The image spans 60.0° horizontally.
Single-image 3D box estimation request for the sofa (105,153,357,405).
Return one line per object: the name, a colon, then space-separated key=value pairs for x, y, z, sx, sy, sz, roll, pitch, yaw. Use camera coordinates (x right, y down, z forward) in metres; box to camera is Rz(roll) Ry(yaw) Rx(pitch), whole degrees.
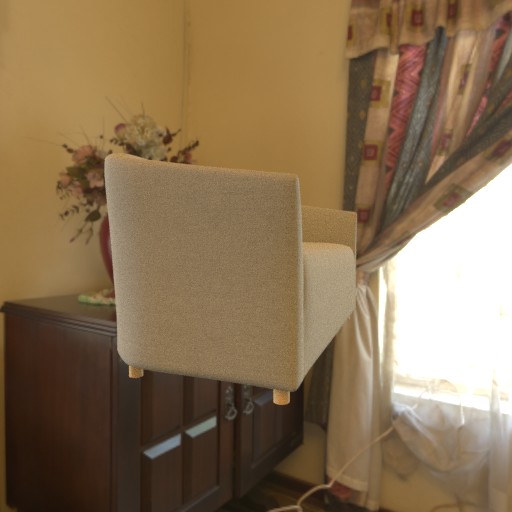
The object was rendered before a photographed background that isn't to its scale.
sofa: x=0.000 y=0.000 z=1.868 sx=0.705 sy=0.721 sz=1.452 roll=1 pitch=2 yaw=19
